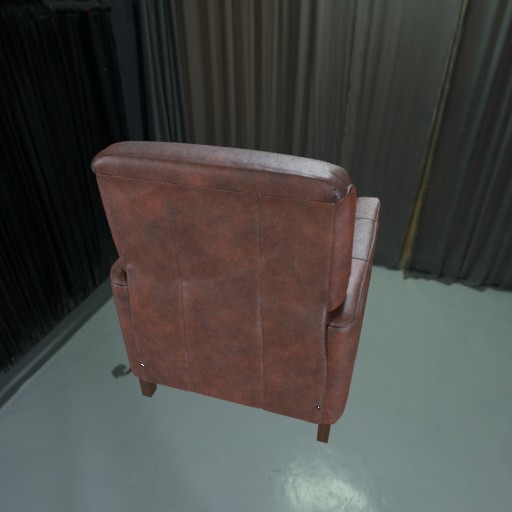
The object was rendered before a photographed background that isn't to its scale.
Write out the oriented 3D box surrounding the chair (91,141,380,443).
[{"bbox_3d":[0.000,0.000,1.660,0.843,1.043,0.836,9,33,14],"label":"chair"}]
